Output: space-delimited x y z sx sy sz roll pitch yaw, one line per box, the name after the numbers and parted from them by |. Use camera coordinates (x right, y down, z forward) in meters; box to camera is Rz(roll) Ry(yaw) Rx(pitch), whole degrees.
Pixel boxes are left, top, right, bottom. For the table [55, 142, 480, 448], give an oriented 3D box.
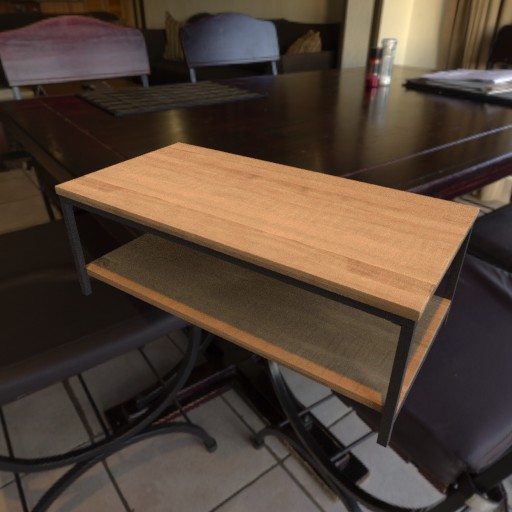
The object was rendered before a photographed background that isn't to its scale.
0.000 0.000 1.376 1.100 0.399 0.551 19 36 29 | table
